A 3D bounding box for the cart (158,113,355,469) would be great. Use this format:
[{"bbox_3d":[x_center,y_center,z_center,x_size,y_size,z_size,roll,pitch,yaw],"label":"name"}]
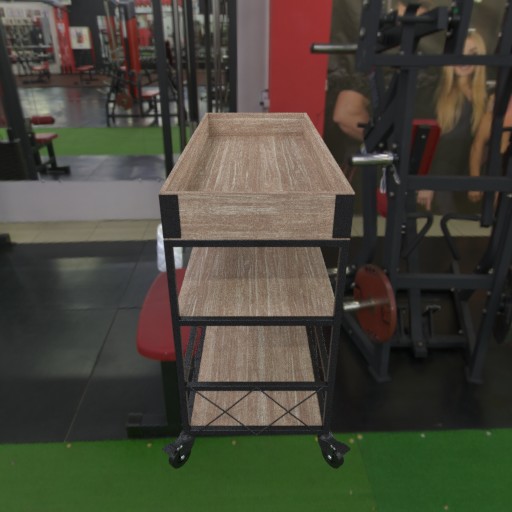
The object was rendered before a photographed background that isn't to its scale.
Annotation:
[{"bbox_3d":[0.000,0.000,1.511,0.500,0.787,1.101,0,27,0],"label":"cart"}]
